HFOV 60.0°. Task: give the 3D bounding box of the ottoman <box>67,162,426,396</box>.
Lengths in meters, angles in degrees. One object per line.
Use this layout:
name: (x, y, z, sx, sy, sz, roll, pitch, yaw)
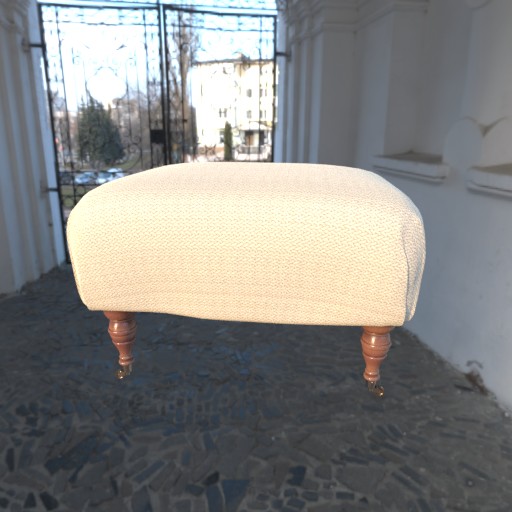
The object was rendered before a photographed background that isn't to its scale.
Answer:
ottoman: (0.000, 0.000, 1.096, 0.684, 0.447, 0.622, 2, 16, 7)
